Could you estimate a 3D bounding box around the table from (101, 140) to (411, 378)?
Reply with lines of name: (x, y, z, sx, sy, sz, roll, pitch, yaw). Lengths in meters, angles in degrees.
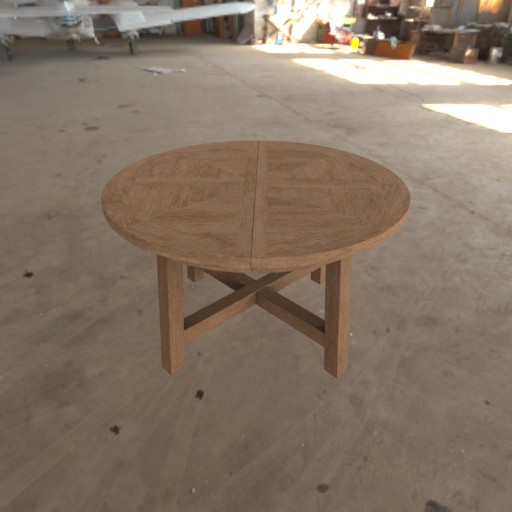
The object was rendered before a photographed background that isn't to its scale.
table: (0.000, 0.000, 2.167, 1.319, 0.762, 1.319, 0, 30, 0)
